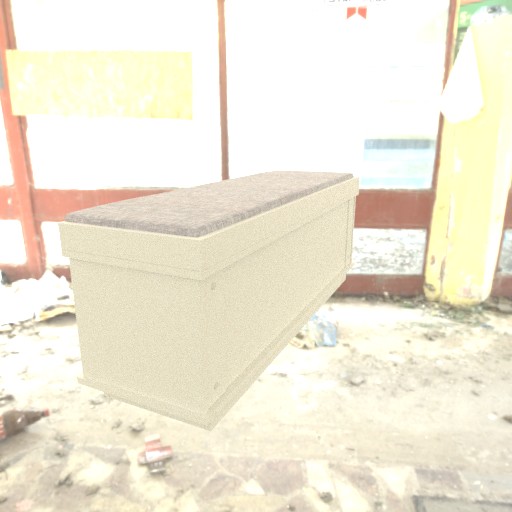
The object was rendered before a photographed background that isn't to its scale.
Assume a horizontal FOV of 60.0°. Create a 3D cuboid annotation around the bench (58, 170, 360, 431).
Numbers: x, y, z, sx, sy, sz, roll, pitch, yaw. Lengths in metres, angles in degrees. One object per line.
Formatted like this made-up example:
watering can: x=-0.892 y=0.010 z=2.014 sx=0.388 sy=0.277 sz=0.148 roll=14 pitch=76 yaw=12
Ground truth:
bench: x=0.000 y=0.000 z=1.426 sx=0.363 sy=0.453 sz=1.196 roll=8 pitch=18 yaw=25
